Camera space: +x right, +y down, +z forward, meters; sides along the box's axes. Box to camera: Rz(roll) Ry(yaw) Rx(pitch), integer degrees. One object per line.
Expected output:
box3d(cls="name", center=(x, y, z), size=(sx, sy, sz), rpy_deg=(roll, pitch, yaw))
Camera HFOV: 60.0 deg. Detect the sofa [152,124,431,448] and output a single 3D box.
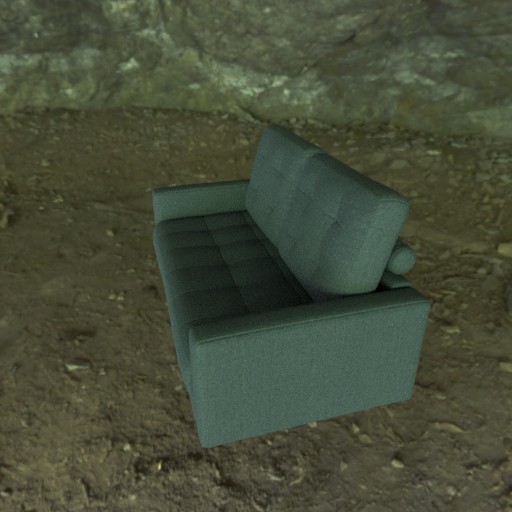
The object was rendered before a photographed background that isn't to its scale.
box3d(cls="sofa", center=(0.000, 0.000, 1.981), size=(0.842, 0.907, 1.407), rpy_deg=(-8, 28, -15))
